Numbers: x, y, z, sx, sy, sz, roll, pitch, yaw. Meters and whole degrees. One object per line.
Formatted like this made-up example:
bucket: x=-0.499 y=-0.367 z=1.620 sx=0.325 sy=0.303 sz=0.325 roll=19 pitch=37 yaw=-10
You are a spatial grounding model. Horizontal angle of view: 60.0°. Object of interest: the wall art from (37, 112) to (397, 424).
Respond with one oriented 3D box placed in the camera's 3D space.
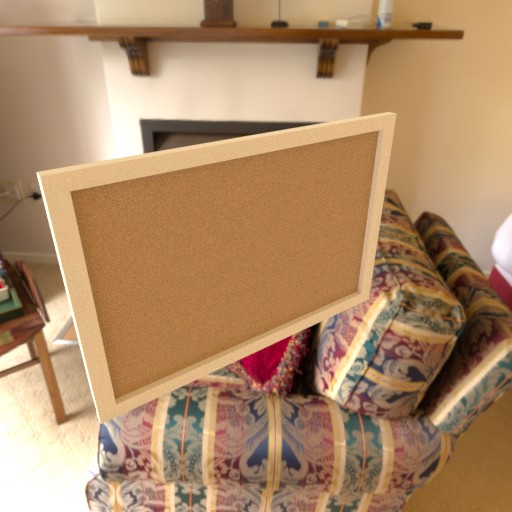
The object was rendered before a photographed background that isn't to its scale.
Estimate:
wall art: x=0.000 y=0.000 z=1.427 sx=1.144 sy=0.767 sz=0.038 roll=-18 pitch=34 yaw=-30
